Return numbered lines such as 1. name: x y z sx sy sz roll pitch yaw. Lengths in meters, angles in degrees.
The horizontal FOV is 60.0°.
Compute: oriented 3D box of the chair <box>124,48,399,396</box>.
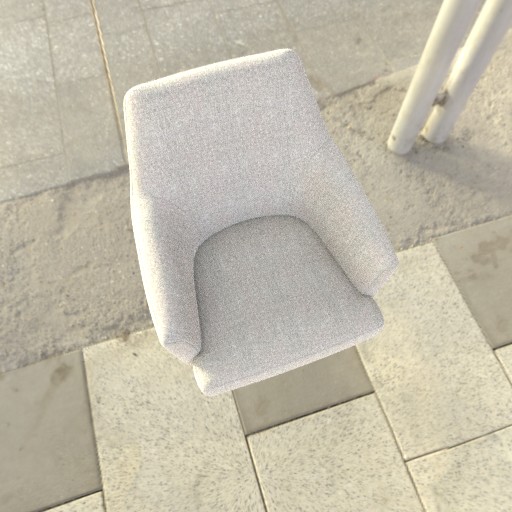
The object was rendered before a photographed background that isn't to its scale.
1. chair: 0.000 0.000 1.321 0.642 0.874 0.677 -18 65 -9
